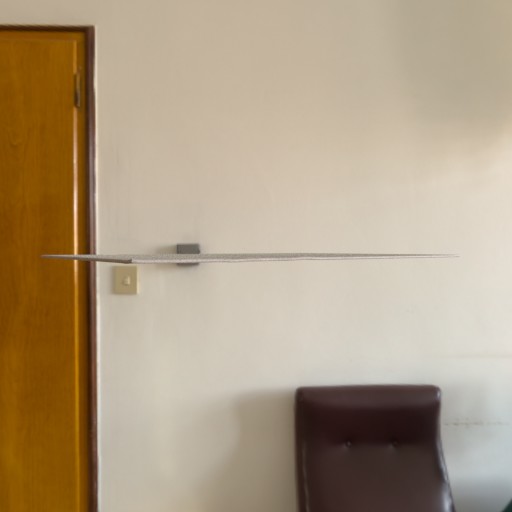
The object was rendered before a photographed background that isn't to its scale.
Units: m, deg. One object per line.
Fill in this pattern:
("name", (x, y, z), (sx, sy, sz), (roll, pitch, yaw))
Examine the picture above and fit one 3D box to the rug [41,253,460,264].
("rug", (0.000, 0.000, 2.903), (2.290, 0.021, 1.540), (-1, 1, -37))
